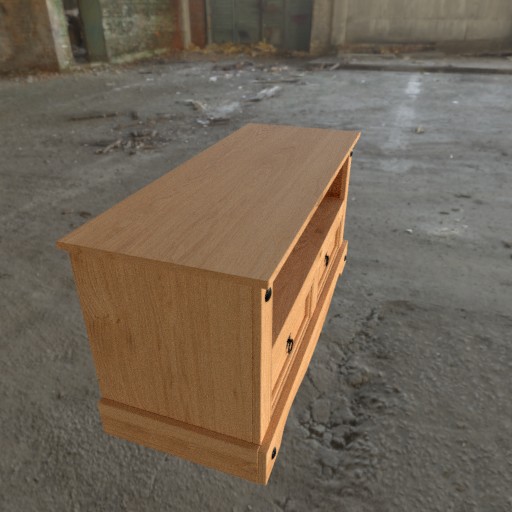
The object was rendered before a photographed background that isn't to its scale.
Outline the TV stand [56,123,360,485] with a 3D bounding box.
[{"bbox_3d":[0.000,0.000,1.369,0.440,0.550,1.080,10,31,17],"label":"TV stand"}]
